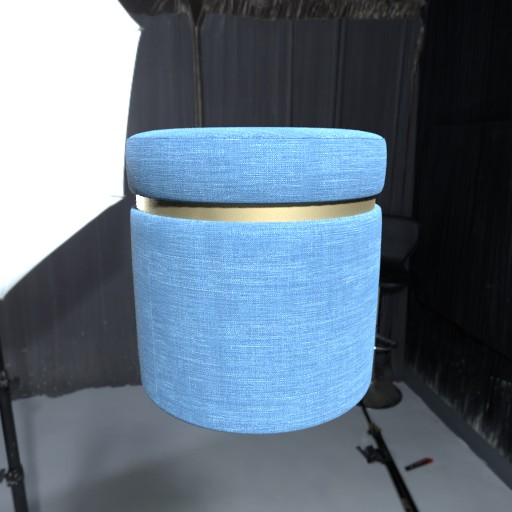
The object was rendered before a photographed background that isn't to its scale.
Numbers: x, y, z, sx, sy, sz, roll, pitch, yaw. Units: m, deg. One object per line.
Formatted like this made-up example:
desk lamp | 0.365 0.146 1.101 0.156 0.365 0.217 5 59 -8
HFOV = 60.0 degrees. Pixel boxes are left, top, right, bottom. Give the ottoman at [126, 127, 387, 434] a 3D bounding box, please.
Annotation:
ottoman | 0.000 0.000 0.738 0.398 0.406 0.398 0 14 0
